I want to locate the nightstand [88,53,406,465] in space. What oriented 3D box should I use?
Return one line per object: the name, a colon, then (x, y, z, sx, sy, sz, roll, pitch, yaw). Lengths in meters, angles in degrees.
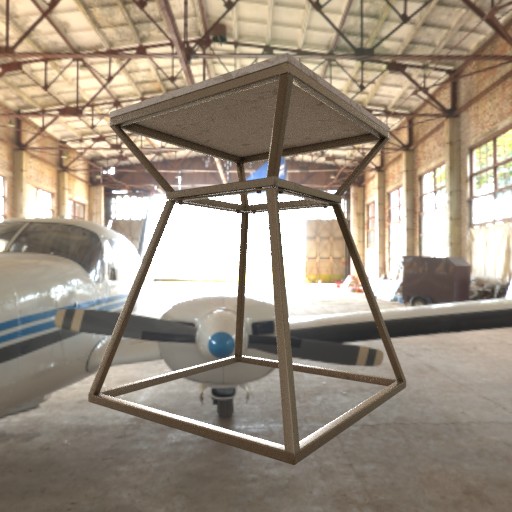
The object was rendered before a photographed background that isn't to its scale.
nightstand: (0.000, 0.000, 0.893, 0.455, 0.554, 0.455, -1, -2, 36)
